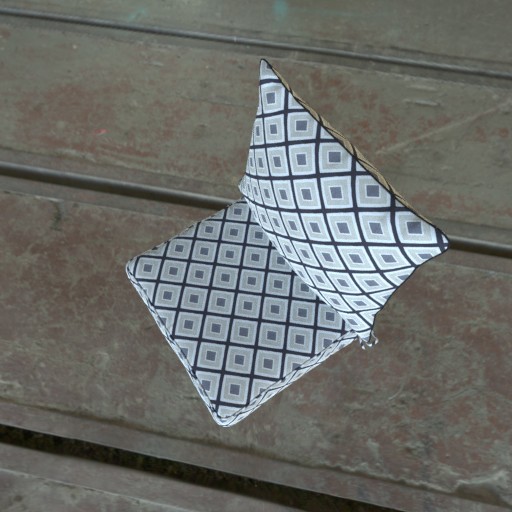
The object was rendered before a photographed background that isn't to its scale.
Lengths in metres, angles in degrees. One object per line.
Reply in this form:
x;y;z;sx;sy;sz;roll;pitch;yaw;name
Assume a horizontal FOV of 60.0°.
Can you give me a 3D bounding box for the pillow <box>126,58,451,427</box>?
0.000;0.000;1.396;0.733;0.722;0.798;-31;67;-15;pillow
